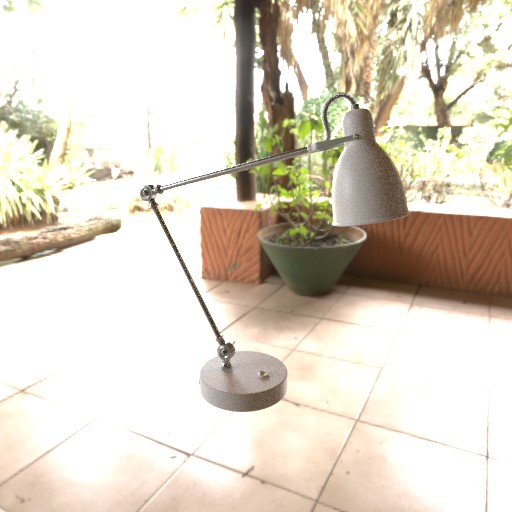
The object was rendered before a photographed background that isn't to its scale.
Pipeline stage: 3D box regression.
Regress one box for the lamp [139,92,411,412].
[{"bbox_3d":[0.000,0.000,0.868,0.561,0.587,0.187,7,16,26],"label":"lamp"}]
